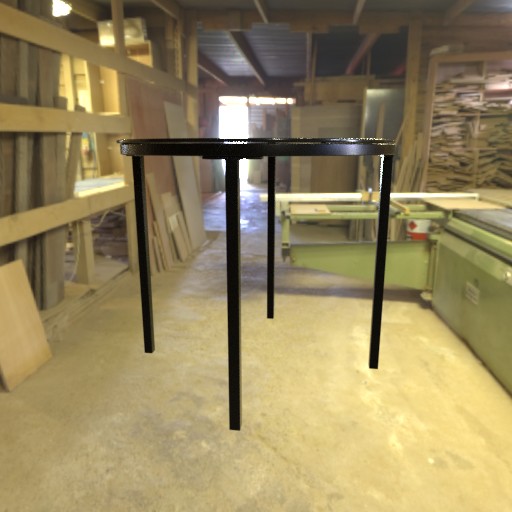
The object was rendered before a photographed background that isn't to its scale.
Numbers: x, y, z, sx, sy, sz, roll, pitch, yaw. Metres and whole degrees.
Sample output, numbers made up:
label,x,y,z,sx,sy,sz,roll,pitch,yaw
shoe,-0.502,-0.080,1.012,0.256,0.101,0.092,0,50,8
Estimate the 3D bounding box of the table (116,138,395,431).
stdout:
label,x,y,z,sx,sy,sz,roll,pitch,yaw
table,0.000,0.000,0.881,0.499,0.443,0.499,0,14,0
